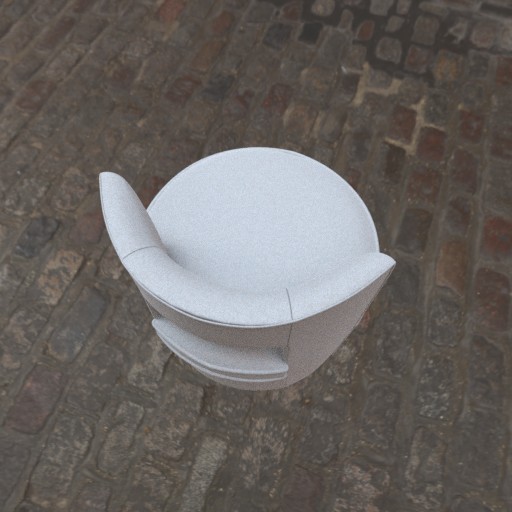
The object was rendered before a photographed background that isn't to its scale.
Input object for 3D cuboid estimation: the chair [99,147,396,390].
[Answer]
[{"bbox_3d":[0.000,0.000,1.212,0.650,0.723,0.665,17,65,9],"label":"chair"}]
